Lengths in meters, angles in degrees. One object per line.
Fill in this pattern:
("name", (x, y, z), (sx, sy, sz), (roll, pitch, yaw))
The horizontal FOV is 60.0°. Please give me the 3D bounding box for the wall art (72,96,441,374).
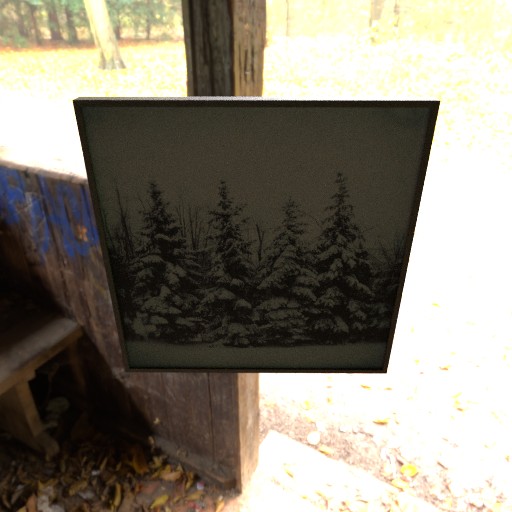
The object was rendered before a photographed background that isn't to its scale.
("wall art", (0.000, 0.000, 1.114), (0.758, 0.758, 0.039), (0, 30, 0))
